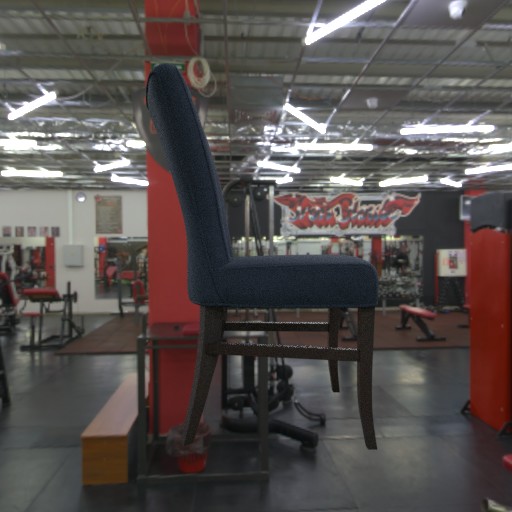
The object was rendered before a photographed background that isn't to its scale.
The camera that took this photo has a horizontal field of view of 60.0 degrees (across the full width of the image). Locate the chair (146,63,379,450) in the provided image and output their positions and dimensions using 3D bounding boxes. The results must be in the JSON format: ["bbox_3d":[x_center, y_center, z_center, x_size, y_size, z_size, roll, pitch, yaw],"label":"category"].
[{"bbox_3d":[0.000,0.000,1.374,0.660,0.991,0.520,0,0,-1],"label":"chair"}]
